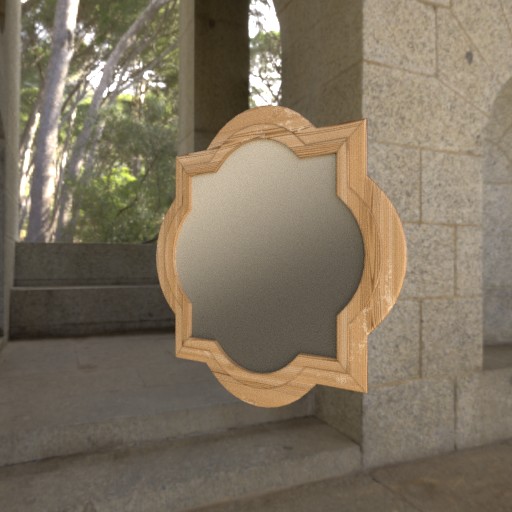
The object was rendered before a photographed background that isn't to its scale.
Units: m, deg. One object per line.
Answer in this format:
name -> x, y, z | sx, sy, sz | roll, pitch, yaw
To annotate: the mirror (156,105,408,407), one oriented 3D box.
mirror -> 0.000, 0.000, 1.041 | 0.686, 0.686, 0.019 | 0, -1, 37
